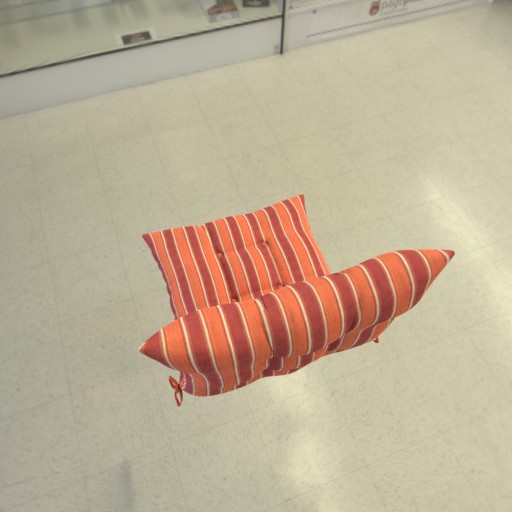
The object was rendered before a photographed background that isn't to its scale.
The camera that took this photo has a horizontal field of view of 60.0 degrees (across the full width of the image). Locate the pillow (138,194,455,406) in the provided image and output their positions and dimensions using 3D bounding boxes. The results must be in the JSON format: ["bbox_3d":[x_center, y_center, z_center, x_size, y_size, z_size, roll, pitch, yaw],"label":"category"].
[{"bbox_3d":[0.000,0.000,0.999,0.541,0.536,0.585,-16,60,-9],"label":"pillow"}]
